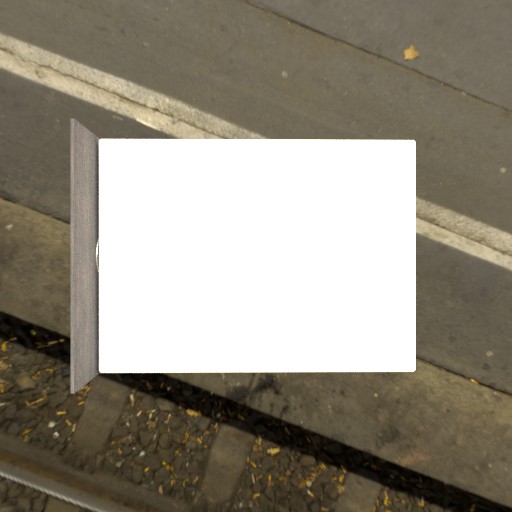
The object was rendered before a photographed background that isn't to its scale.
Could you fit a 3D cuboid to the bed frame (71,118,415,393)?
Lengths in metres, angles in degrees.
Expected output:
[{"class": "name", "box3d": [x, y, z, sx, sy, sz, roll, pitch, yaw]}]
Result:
[{"class": "bed frame", "box3d": [0.000, 0.000, 2.670, 1.900, 0.800, 1.400, 0, 90, -1]}]
